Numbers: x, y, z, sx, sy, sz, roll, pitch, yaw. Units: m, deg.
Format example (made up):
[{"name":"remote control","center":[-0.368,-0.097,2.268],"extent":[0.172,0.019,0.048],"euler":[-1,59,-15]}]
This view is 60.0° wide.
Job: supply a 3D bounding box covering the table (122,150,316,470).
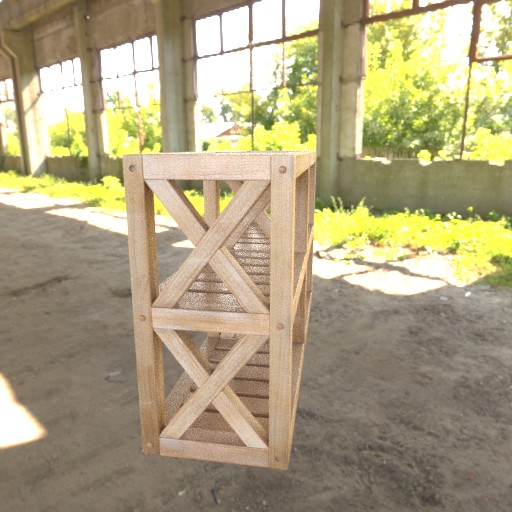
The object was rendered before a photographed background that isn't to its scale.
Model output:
[{"name":"table","center":[0.000,0.000,1.662],"extent":[0.381,0.762,1.320],"euler":[2,14,9]}]
